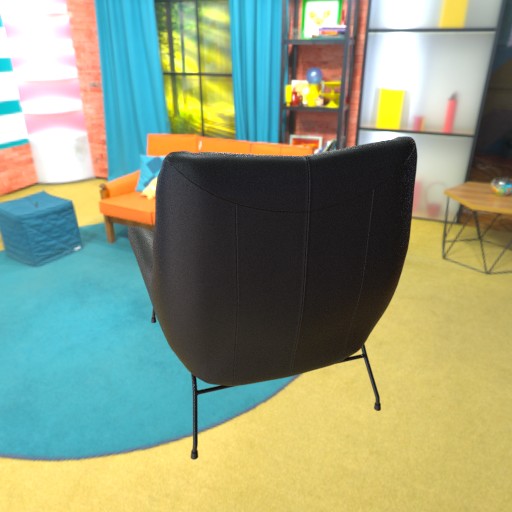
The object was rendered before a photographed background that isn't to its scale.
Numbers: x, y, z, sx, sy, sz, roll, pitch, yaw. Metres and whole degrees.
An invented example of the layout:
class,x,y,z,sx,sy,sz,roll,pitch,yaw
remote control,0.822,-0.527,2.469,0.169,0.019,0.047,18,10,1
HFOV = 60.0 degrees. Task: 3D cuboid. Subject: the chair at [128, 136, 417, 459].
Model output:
class,x,y,z,sx,sy,sz,roll,pitch,yaw
chair,0.000,0.000,1.567,0.836,0.922,0.826,-8,27,-16
